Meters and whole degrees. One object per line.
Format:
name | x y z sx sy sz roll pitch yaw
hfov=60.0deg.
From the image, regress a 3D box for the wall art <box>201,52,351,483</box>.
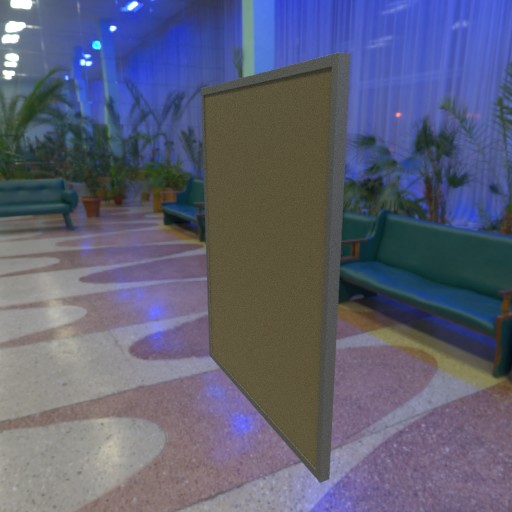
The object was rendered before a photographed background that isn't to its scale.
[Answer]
wall art | 0.000 0.000 1.373 0.034 1.042 0.789 -8 17 -26
